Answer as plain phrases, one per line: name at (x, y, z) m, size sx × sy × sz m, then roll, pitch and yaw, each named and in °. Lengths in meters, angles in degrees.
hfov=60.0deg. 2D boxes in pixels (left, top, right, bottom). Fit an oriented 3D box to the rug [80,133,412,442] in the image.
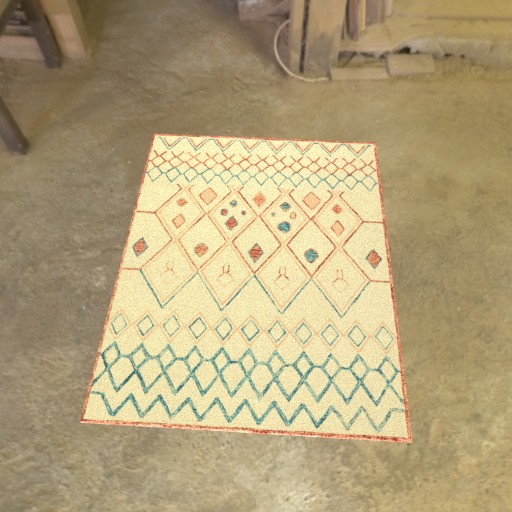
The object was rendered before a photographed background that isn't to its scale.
rug at (0.000, 0.000, 4.051) m, size 2.441 × 0.016 × 3.050 m, roll 3°, pitch 58°, yaw 2°
